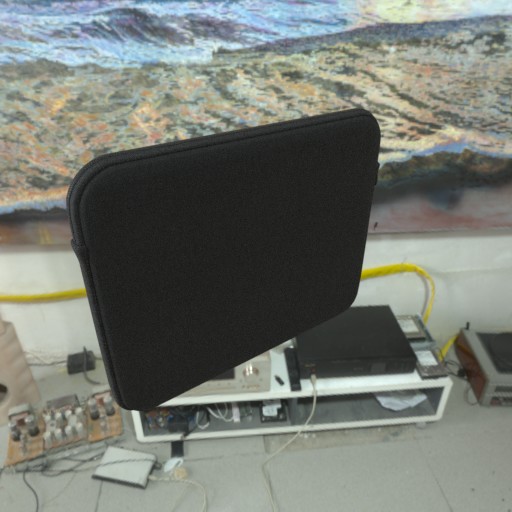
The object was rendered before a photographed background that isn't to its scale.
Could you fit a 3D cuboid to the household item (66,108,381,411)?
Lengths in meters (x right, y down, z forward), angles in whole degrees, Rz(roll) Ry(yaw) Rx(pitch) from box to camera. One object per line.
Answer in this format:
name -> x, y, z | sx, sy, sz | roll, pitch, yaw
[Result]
household item -> 0.000, 0.000, 0.528 | 0.396, 0.305, 0.030 | -20, 36, -30
